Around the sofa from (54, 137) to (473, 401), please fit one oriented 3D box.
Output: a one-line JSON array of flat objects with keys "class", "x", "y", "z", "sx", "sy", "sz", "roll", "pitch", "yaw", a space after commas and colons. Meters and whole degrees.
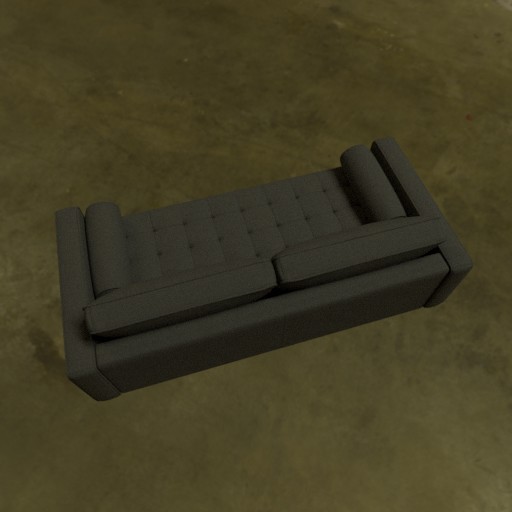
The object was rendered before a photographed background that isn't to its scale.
[{"class": "sofa", "x": 0.000, "y": 0.000, "z": 2.313, "sx": 1.875, "sy": 0.759, "sz": 0.914, "roll": -14, "pitch": 60, "yaw": -8}]
